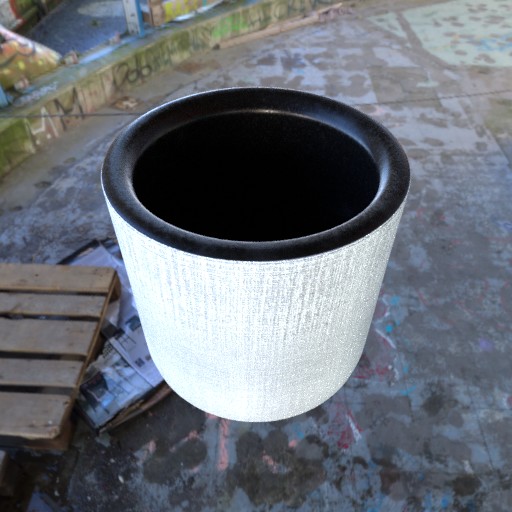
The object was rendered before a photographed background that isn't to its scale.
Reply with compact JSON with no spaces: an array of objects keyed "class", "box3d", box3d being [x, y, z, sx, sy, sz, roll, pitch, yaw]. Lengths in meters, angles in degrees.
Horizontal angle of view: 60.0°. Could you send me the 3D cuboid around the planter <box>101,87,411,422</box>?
[{"class":"planter","box3d":[0.000,0.000,0.285,0.160,0.156,0.160,0,45,0]}]
